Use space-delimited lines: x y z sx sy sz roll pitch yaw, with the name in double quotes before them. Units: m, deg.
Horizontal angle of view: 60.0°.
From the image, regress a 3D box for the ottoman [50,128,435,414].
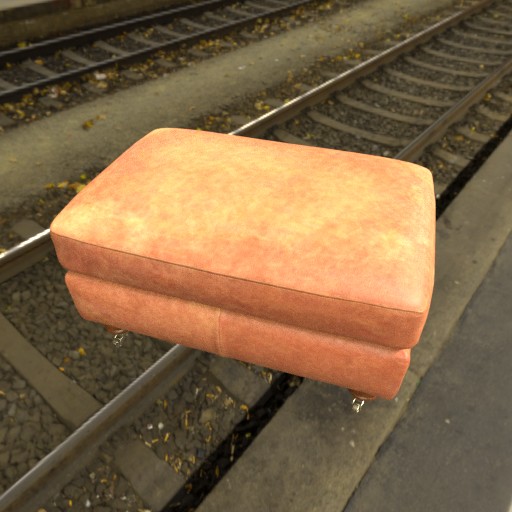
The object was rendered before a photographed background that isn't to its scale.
"ottoman" 0.000 0.000 1.203 0.852 0.507 0.565 12 42 13
